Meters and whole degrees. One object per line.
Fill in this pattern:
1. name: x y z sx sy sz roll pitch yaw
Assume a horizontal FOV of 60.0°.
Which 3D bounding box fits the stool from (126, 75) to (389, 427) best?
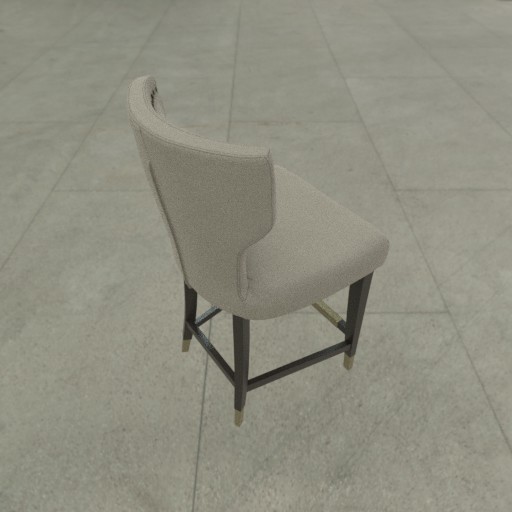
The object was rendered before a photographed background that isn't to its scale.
1. stool: 0.000 0.000 1.312 0.563 0.982 0.527 -25 47 -26
